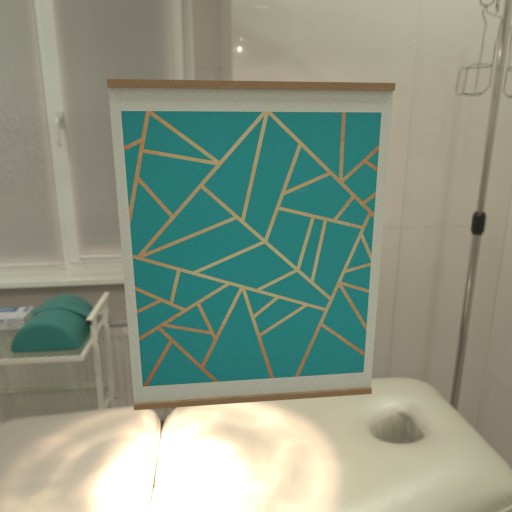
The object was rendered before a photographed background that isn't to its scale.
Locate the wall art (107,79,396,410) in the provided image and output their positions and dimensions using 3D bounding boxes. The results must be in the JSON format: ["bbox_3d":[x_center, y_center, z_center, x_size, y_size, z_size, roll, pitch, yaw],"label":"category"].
[{"bbox_3d":[0.000,0.000,0.690,0.405,0.508,0.012,-2,15,-7],"label":"wall art"}]
